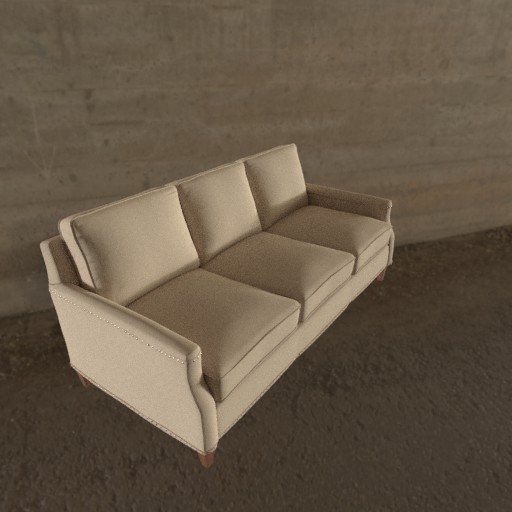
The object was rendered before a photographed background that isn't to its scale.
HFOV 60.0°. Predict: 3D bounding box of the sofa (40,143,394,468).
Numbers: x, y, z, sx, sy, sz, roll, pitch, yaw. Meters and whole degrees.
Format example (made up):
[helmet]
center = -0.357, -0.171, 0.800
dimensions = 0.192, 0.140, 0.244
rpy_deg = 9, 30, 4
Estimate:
[sofa]
center = 0.000, 0.000, 2.818
dimensions = 1.084, 1.003, 2.246
rpy_deg = 18, 31, 31
